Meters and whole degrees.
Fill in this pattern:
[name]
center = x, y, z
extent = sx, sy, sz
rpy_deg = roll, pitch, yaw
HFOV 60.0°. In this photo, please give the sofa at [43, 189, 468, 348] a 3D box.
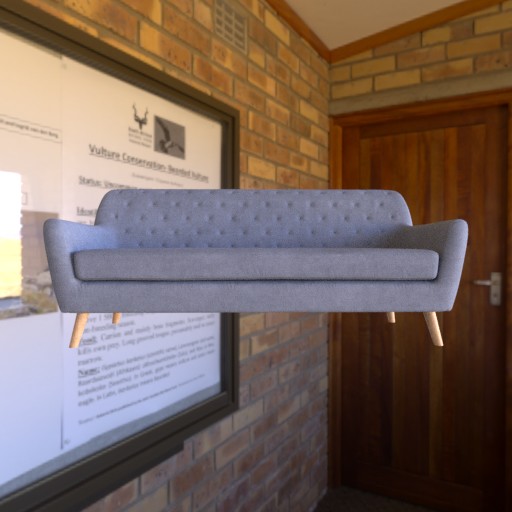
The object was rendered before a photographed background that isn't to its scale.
[sofa]
center = 0.000, 0.000, 2.417
extent = 1.970, 0.830, 0.830
rpy_deg = 0, 1, -2
